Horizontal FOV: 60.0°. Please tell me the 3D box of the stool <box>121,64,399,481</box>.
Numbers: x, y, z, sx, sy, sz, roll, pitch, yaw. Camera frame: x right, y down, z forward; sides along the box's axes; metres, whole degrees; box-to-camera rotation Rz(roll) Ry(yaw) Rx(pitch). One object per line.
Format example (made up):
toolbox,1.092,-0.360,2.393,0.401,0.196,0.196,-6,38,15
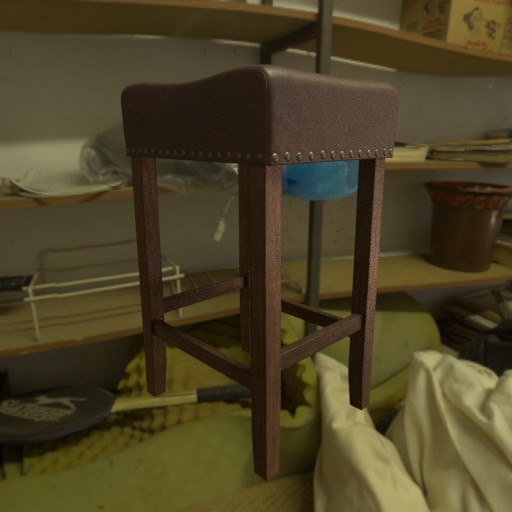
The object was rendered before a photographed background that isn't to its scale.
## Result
stool,0.000,0.000,1.048,0.401,0.769,0.465,-14,21,-42
